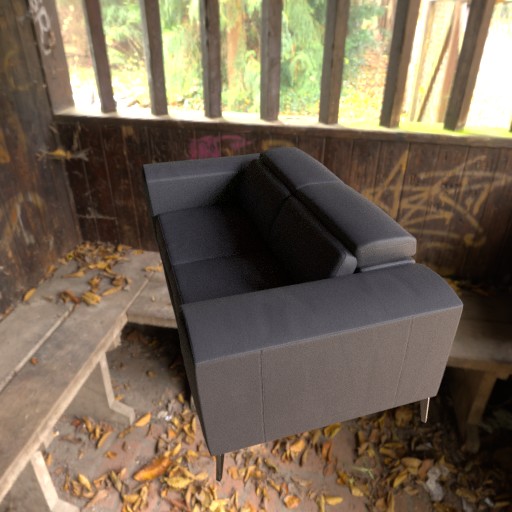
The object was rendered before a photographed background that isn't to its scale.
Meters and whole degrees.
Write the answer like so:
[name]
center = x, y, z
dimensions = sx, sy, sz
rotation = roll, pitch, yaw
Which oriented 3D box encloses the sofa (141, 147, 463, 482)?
[sofa]
center = 0.000, 0.000, 2.337
dimensions = 1.003, 0.779, 1.895
rotation = -9, 32, -15
